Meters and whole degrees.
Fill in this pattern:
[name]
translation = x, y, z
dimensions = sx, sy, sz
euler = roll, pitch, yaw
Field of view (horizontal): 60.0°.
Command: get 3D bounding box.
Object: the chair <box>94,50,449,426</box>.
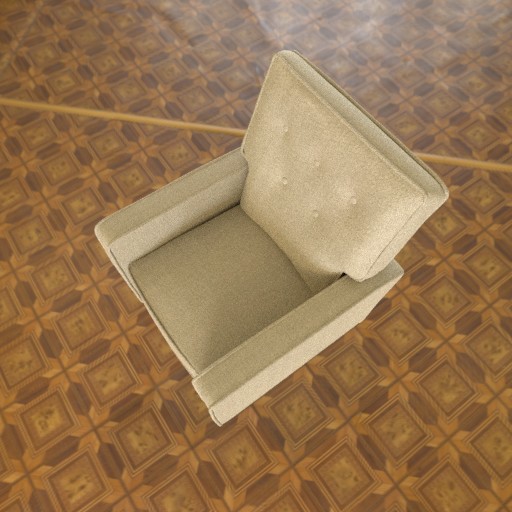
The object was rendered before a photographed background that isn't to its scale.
[chair]
translation = 0.000, 0.000, 1.387
dimensions = 0.754, 0.888, 0.648
euler = -33, 68, -15
